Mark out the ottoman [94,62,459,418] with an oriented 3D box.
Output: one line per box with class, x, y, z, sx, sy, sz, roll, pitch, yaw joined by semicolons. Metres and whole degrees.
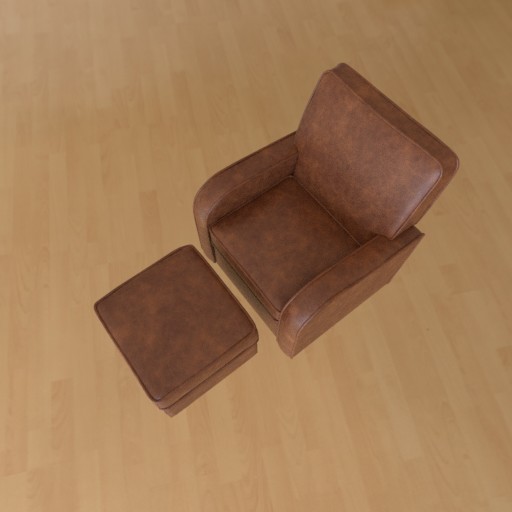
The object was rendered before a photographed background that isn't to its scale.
ottoman;0.000;0.000;1.826;1.314;0.904;0.732;-34;68;-16
